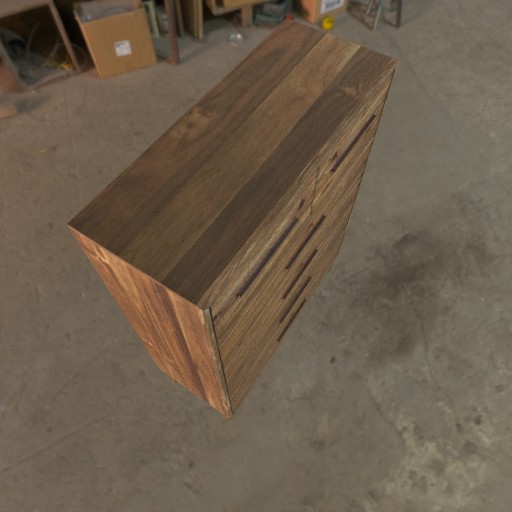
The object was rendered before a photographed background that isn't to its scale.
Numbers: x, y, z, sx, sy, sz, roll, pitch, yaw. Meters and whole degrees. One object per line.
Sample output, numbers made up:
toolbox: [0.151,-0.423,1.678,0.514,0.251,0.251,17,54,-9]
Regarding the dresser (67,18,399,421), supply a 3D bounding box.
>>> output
dresser: [0.000,0.000,1.873,0.442,1.393,1.062,29,63,16]
